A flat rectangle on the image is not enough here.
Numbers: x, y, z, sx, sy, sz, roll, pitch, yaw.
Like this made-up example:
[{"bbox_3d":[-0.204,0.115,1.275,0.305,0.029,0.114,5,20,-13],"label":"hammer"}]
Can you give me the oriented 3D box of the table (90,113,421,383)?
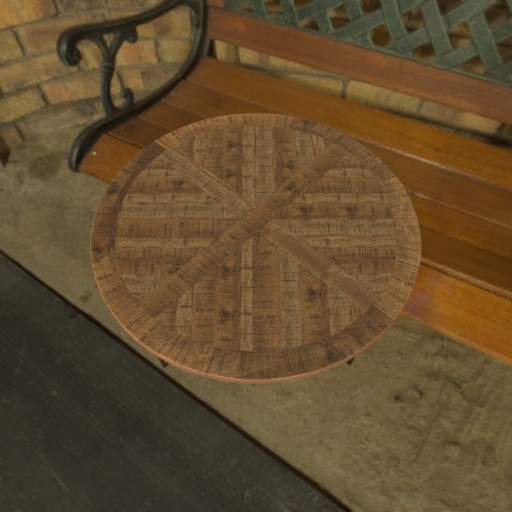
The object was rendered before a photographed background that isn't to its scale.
[{"bbox_3d":[0.000,0.000,1.939,1.264,0.516,1.264,0,57,0],"label":"table"}]
